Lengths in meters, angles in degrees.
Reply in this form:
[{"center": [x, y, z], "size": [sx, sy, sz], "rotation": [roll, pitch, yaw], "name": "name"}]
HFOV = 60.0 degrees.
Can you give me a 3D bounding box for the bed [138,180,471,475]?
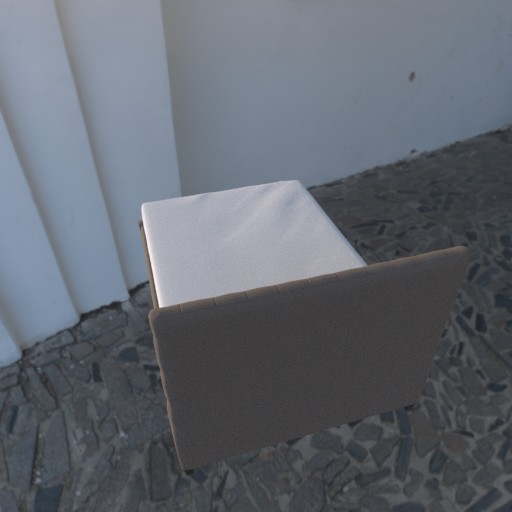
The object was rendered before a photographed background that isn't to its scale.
[{"center": [0.000, 0.000, 3.440], "size": [1.698, 1.427, 2.387], "rotation": [-11, 40, -13], "name": "bed"}]
